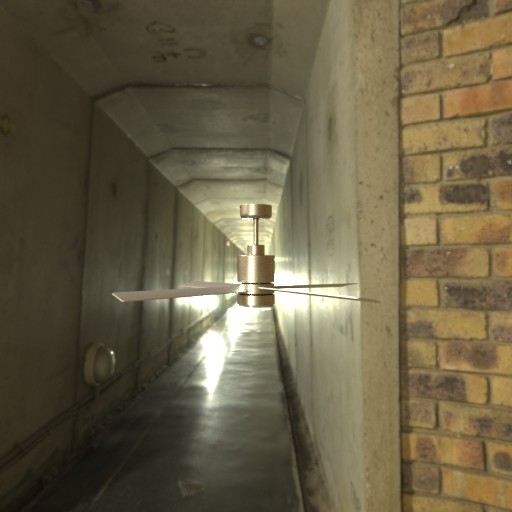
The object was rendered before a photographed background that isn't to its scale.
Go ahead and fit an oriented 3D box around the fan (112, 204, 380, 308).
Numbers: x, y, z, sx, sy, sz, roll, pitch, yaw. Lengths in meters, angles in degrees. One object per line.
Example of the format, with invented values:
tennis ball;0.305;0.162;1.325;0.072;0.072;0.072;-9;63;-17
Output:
fan;0.000;0.000;2.383;1.525;0.539;1.525;0;0;-37
